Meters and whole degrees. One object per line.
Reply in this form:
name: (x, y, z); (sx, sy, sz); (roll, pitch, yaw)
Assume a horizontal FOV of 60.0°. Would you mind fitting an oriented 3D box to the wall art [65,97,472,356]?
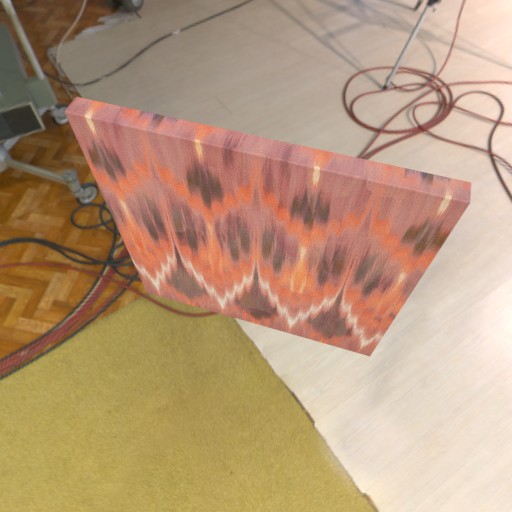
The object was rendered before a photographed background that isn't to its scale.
wall art: (0.000, 0.000, 0.898); (0.603, 0.609, 0.037); (15, 59, 9)
